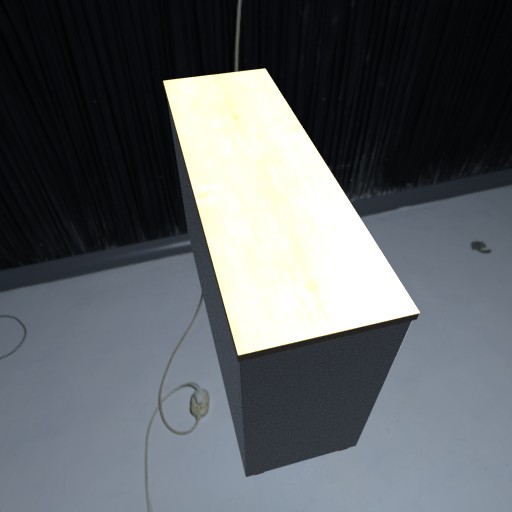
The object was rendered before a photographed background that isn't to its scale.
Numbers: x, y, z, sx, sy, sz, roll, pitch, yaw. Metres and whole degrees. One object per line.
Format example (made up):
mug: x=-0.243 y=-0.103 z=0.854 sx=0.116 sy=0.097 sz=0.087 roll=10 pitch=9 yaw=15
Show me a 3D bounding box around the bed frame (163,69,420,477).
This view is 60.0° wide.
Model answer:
bed frame: x=0.000 y=0.000 z=1.714 sx=0.430 sy=0.850 sz=1.300 roll=-11 pitch=48 yaw=-10
